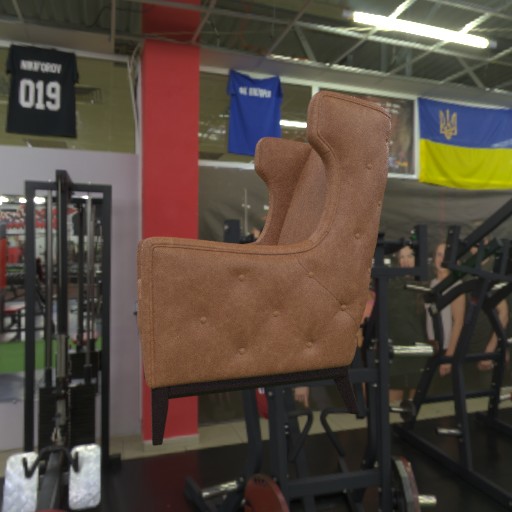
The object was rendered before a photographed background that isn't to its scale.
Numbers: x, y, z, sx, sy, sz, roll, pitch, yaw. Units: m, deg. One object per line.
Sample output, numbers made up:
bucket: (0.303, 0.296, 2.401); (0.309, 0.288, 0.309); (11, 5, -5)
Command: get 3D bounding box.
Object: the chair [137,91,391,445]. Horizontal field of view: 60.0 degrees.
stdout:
chair: (0.000, 0.000, 1.717); (0.899, 1.079, 0.766); (0, 1, -16)
